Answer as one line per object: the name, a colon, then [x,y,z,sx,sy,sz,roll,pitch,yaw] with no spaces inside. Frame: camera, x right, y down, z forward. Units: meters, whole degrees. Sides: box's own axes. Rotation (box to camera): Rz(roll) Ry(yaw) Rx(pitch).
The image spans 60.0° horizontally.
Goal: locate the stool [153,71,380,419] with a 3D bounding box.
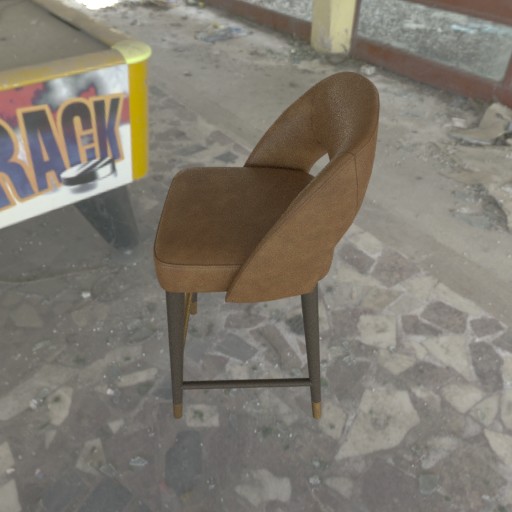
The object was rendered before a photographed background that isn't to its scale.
stool: [0.000,0.000,1.233,0.509,0.940,0.494,0,40,0]
